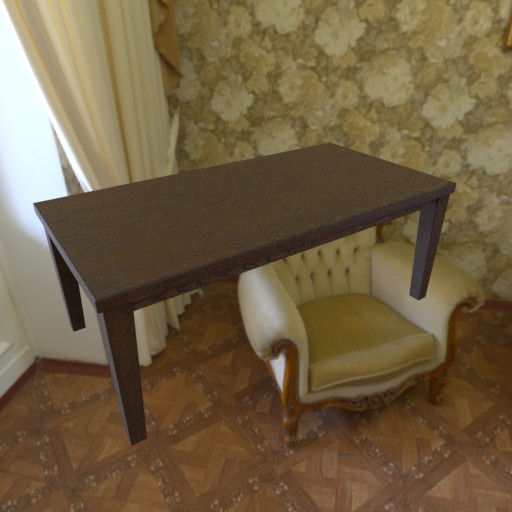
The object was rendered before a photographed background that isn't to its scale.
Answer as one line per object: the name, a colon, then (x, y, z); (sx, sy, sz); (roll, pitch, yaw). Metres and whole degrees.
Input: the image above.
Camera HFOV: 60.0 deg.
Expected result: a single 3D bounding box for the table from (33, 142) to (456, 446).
table: (0.000, 0.000, 2.499); (1.981, 0.762, 1.016); (-19, 34, -29)
